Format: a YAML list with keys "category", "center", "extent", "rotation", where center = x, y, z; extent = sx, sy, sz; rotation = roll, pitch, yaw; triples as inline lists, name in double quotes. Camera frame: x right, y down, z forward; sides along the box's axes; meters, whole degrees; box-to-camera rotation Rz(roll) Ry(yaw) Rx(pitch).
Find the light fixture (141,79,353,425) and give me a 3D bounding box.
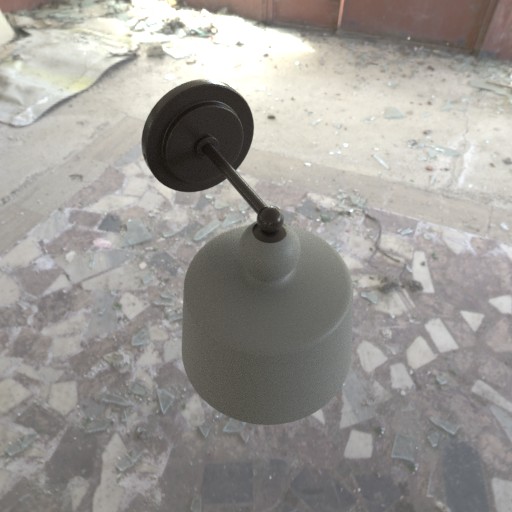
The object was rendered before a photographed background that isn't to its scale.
- category: "light fixture"
  center: [0.000, 0.000, 0.457]
  extent: [0.204, 0.268, 0.254]
  rotation: [-23, 51, -20]
